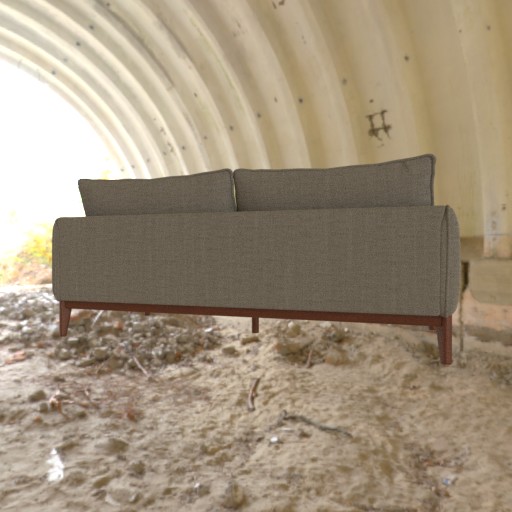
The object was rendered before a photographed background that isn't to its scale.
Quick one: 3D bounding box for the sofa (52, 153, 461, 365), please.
[{"bbox_3d":[0.000,0.000,2.448,1.989,0.851,0.972,0,0,18],"label":"sofa"}]
